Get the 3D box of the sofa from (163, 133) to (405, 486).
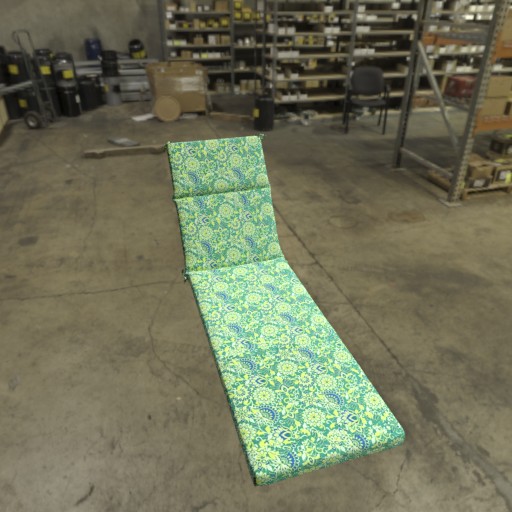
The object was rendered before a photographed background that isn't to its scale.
[{"bbox_3d":[0.000,0.000,1.919,0.582,0.622,1.663,-9,32,-15],"label":"sofa"}]
